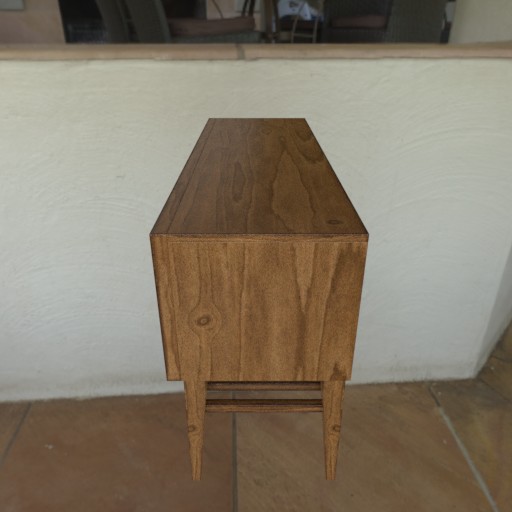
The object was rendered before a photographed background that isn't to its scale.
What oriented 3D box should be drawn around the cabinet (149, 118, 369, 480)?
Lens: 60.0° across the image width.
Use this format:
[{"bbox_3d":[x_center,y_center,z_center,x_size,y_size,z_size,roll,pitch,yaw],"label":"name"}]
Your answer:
[{"bbox_3d":[0.000,0.000,1.723,0.477,0.802,1.363,0,27,0],"label":"cabinet"}]
